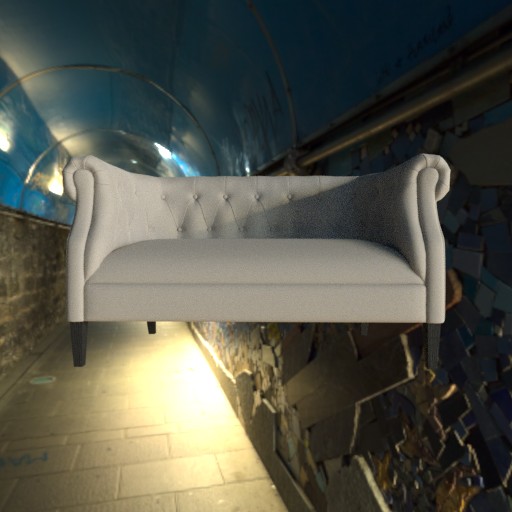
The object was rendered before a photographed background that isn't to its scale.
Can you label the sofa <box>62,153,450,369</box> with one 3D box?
[{"bbox_3d":[0.000,0.000,2.043,1.558,0.827,0.835,0,2,1],"label":"sofa"}]
